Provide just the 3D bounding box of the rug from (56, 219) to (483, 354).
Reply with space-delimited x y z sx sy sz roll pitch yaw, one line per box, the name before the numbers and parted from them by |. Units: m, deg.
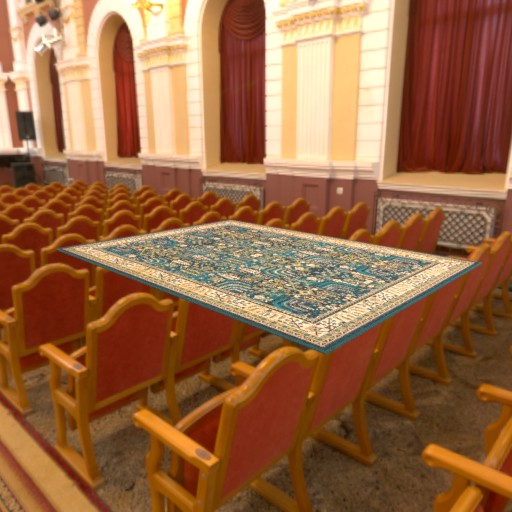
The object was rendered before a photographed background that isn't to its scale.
rug | 0.000 0.000 3.891 3.044 0.015 2.226 13 20 42
